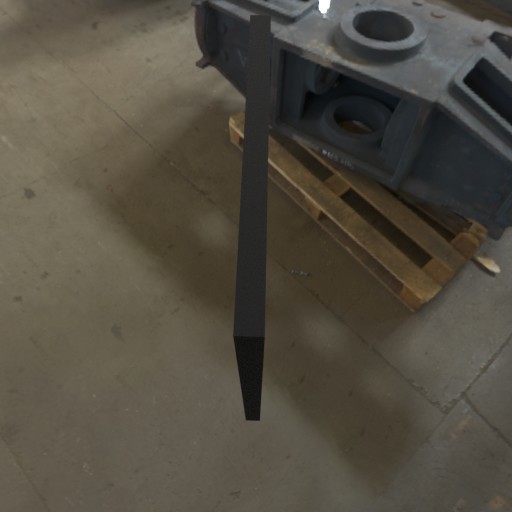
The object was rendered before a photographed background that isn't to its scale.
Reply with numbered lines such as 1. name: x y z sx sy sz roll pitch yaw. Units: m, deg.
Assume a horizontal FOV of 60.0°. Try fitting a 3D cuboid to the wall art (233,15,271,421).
1. wall art: 0.000 0.000 0.753 0.029 0.559 0.457 1 62 1
